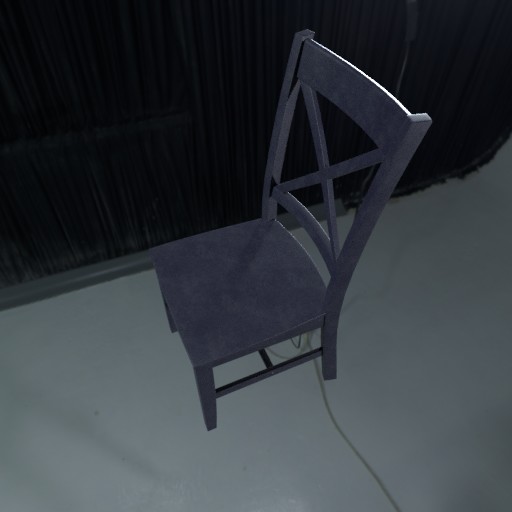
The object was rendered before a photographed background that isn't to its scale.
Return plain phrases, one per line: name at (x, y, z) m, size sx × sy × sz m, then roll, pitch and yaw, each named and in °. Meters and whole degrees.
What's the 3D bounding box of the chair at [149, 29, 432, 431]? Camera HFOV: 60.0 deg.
chair at (0.000, 0.000, 1.253) m, size 0.542 × 0.983 × 0.485 m, roll -18°, pitch 49°, yaw -16°
